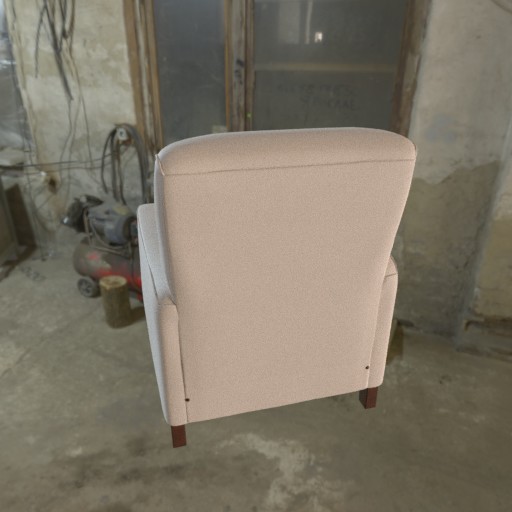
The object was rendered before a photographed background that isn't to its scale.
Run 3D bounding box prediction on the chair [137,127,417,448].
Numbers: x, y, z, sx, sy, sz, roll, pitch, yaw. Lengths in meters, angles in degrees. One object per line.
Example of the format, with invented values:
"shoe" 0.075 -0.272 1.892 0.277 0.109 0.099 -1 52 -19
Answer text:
"chair" 0.000 0.000 1.647 0.841 1.028 0.858 -6 26 -13
